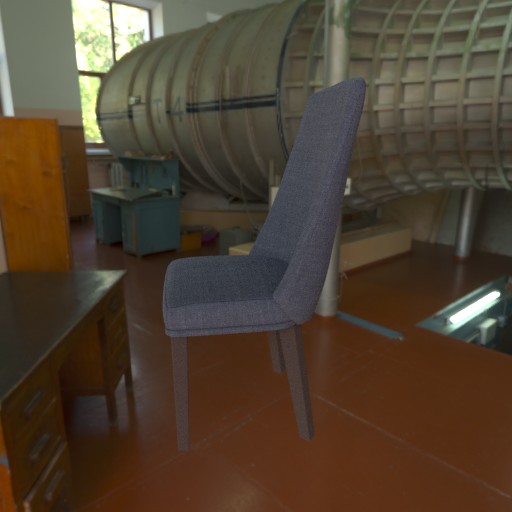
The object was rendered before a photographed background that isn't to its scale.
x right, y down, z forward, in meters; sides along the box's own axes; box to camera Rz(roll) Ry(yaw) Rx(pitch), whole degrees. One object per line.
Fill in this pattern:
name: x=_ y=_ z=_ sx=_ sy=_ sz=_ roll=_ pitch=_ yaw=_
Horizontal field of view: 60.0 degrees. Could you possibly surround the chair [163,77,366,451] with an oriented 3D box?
chair: x=0.000 y=0.000 z=1.397 sx=0.577 sy=1.050 sz=0.510 roll=-2 pitch=15 yaw=-9
